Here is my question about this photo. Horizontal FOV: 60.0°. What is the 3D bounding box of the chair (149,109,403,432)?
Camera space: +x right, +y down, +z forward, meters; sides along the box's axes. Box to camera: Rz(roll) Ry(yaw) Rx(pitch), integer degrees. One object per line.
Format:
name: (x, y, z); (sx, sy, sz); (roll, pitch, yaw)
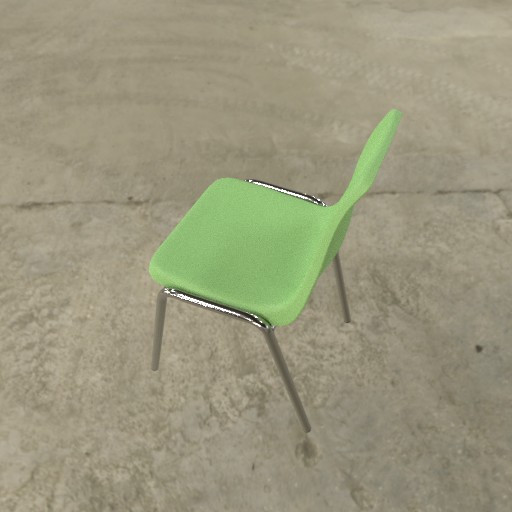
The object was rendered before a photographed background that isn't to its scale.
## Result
chair: (0.000, 0.000, 0.952); (0.436, 0.704, 0.381); (19, 51, 16)
